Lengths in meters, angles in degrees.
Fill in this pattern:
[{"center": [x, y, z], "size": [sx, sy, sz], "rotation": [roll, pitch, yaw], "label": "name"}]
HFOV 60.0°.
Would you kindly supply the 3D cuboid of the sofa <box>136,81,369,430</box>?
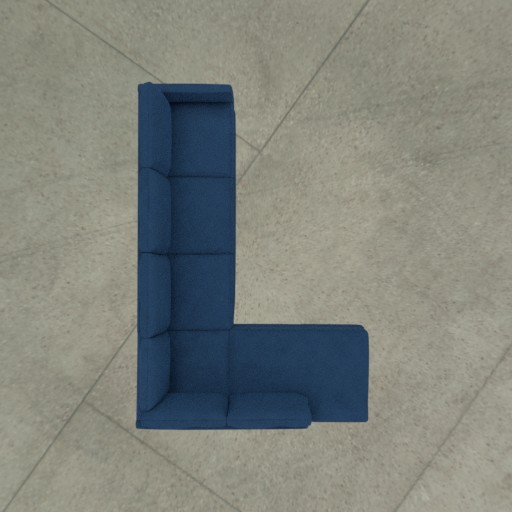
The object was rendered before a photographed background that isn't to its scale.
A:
[{"center": [0.000, 0.000, 3.906], "size": [2.007, 0.815, 2.949], "rotation": [0, 89, -1], "label": "sofa"}]
